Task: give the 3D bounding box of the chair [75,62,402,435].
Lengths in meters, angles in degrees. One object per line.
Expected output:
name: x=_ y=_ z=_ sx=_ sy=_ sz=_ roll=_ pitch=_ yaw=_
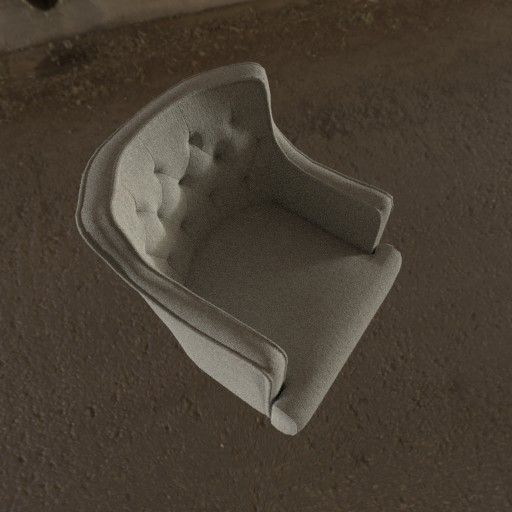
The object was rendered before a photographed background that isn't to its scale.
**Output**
chair: x=0.000 y=0.000 z=1.584 sx=0.910 sy=0.920 sz=0.820 roll=31 pitch=63 yaw=18
